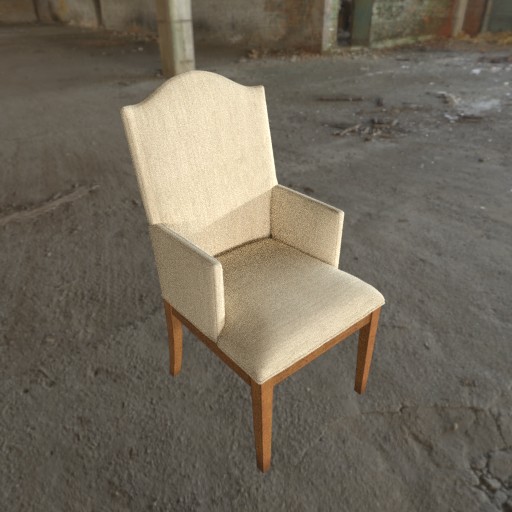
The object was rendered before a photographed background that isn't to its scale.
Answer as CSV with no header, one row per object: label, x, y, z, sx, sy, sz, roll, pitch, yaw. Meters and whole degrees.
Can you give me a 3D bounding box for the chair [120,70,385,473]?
chair,0.000,0.000,1.384,0.533,1.016,0.641,-24,38,-34
